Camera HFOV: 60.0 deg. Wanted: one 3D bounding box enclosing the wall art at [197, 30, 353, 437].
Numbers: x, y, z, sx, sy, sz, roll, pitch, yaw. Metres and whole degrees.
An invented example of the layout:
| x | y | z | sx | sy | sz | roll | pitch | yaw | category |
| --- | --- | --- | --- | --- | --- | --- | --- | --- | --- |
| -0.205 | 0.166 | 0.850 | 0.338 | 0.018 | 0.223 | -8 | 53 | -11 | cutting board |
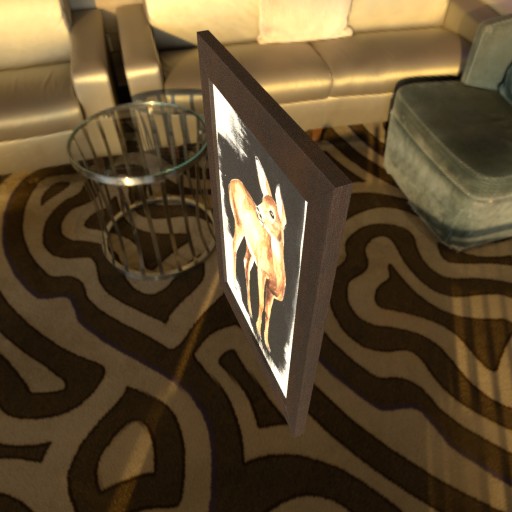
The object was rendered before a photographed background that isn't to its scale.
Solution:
| x | y | z | sx | sy | sz | roll | pitch | yaw | category |
| --- | --- | --- | --- | --- | --- | --- | --- | --- | --- |
| 0.000 | 0.000 | 0.656 | 0.017 | 0.513 | 0.359 | -17 | 49 | -16 | wall art |
